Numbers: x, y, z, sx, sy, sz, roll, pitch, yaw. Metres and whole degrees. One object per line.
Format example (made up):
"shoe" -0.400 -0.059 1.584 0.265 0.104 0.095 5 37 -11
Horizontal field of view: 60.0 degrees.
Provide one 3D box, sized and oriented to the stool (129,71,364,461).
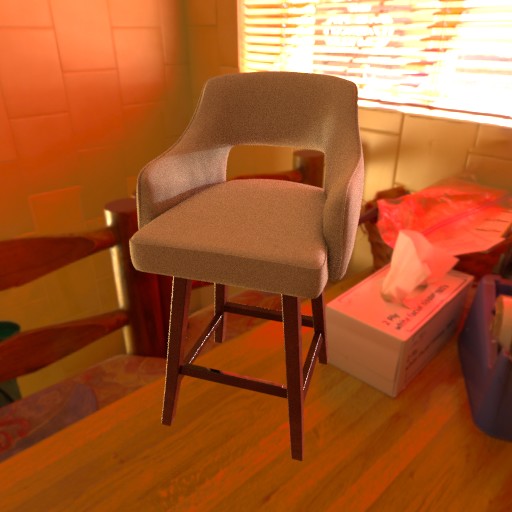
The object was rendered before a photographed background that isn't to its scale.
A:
"stool" 0.000 0.000 1.259 0.550 0.936 0.560 8 28 16
